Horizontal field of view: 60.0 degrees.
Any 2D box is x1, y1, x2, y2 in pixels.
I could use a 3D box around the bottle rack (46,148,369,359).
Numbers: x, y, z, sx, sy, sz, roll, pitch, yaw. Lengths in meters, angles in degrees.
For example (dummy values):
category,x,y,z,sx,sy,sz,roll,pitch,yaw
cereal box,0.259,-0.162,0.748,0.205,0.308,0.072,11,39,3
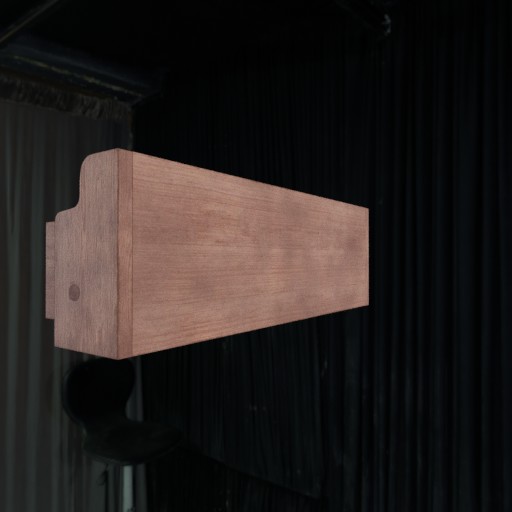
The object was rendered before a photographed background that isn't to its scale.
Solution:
category,x,y,z,sx,sy,sz,roll,pitch,yaw
bottle rack,0.000,0.000,0.693,0.126,0.196,0.608,0,-1,36
